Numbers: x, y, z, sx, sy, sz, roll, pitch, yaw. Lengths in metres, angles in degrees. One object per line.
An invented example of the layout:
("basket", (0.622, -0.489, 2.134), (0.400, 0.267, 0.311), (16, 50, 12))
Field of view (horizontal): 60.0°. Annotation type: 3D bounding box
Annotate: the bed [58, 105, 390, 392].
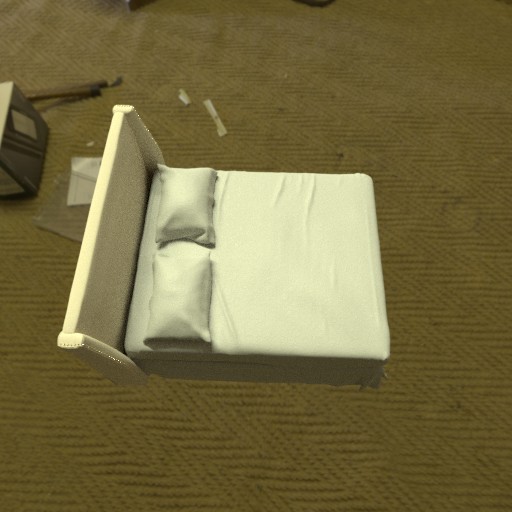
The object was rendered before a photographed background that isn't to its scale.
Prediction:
("bed", (0.000, 0.000, 3.553), (2.276, 1.332, 1.925), (2, 64, 1))
